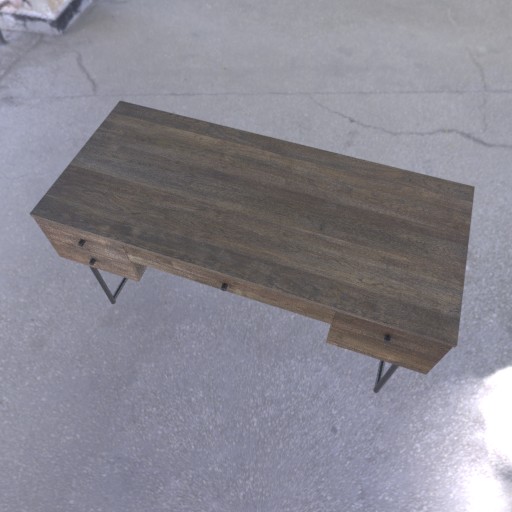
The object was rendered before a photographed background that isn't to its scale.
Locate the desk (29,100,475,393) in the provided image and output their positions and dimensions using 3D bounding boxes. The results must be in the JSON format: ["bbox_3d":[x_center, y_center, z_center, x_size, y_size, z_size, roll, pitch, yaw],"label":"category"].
[{"bbox_3d":[0.000,0.000,2.058,1.600,0.780,0.730,16,59,10],"label":"desk"}]
